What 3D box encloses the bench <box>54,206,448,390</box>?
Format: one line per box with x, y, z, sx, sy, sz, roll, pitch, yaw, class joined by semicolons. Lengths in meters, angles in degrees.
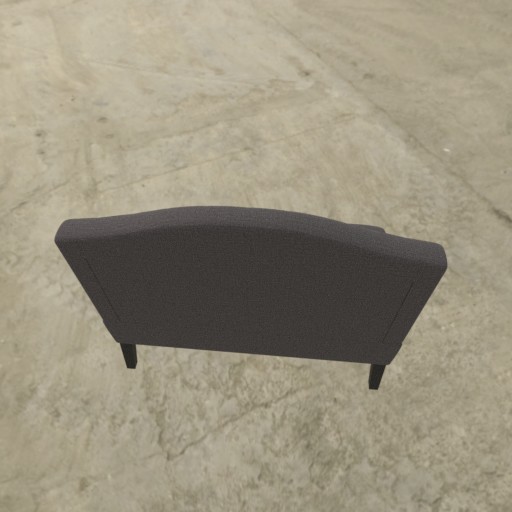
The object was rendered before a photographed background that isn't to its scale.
0.000;0.000;2.054;1.335;1.180;0.815;4;48;4;bench
